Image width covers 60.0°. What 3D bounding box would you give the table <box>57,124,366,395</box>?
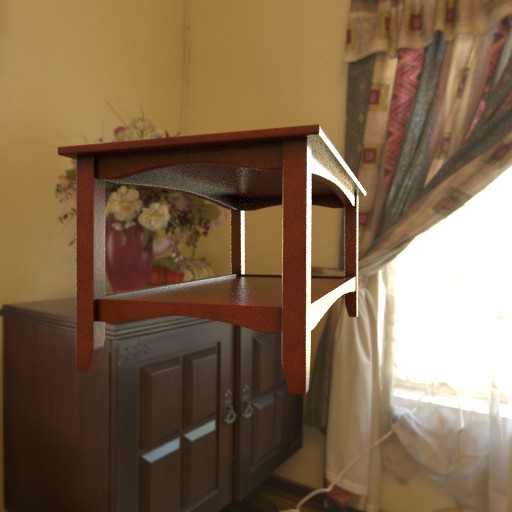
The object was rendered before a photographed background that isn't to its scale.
[{"bbox_3d":[0.000,0.000,1.259,0.533,0.456,0.943,0,1,18],"label":"table"}]
